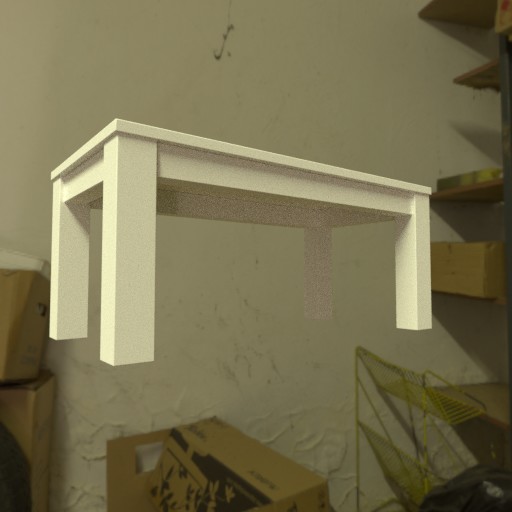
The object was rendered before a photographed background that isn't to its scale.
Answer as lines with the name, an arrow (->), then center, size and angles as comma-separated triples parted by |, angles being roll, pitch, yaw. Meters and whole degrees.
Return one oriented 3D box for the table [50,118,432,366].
table -> 0.000, 0.000, 2.300 | 1.800, 0.790, 0.900 | 2, -4, -37
